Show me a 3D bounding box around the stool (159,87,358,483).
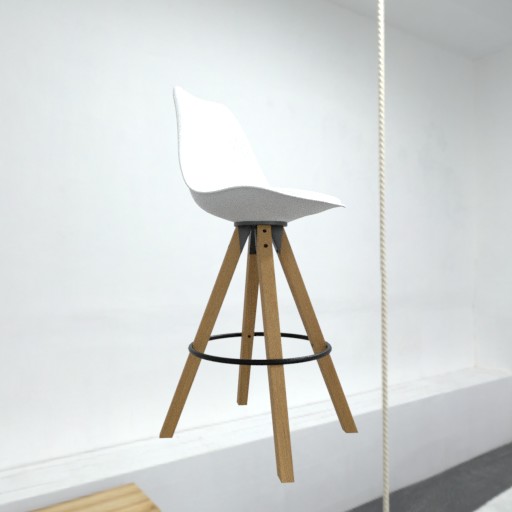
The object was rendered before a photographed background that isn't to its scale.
[{"bbox_3d":[0.000,0.000,1.397,0.549,1.115,0.482,0,0,37],"label":"stool"}]
